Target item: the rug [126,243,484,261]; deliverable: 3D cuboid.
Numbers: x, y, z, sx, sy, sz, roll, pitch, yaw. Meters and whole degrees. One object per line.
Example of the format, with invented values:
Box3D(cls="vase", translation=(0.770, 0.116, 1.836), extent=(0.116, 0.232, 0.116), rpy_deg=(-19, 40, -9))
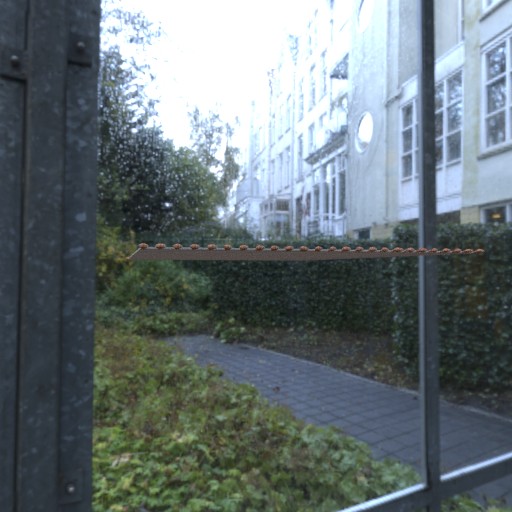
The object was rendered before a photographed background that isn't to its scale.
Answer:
Box3D(cls="rug", translation=(0.000, 0.000, 4.472), extent=(2.451, 0.035, 3.369), rpy_deg=(1, -2, -18))
